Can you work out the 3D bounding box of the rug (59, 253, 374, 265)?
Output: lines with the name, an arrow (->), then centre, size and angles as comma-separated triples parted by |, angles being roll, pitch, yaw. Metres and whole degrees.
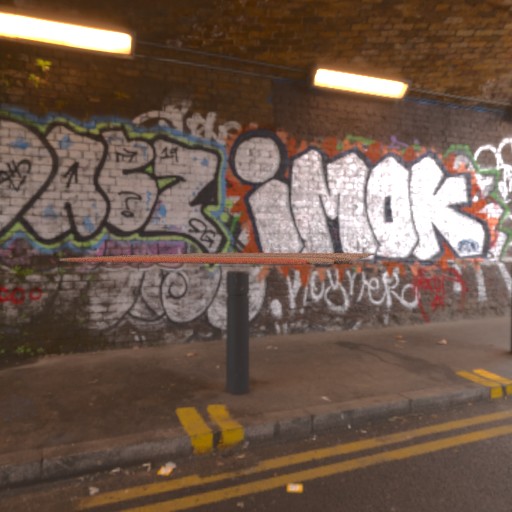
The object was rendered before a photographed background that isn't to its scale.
rug -> 0.000, 0.000, 3.164 | 1.530, 0.017, 2.446 | 0, 1, 18
